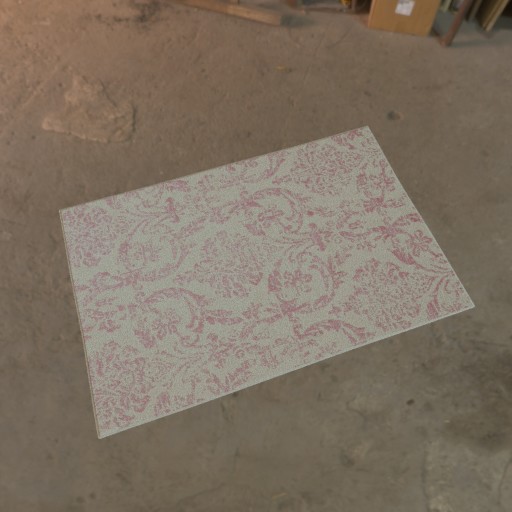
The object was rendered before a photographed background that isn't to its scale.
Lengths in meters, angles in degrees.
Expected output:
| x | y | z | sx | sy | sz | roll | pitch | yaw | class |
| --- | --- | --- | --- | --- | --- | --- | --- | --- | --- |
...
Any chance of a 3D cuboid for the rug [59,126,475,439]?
| x | y | z | sx | sy | sz | roll | pitch | yaw | class |
| --- | --- | --- | --- | --- | --- | --- | --- | --- | --- |
| 0.000 | 0.000 | 2.280 | 1.839 | 0.012 | 1.219 | -17 | 65 | -8 | rug |
